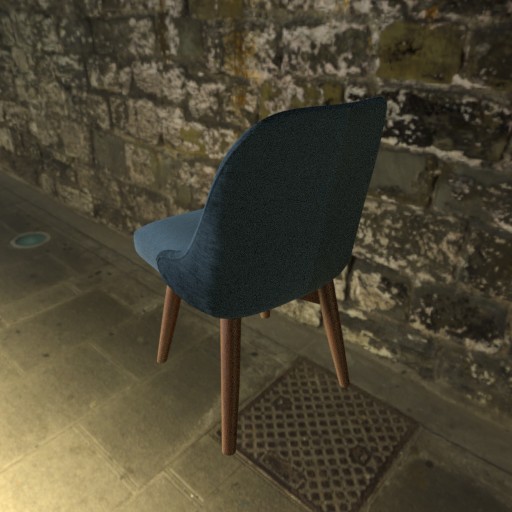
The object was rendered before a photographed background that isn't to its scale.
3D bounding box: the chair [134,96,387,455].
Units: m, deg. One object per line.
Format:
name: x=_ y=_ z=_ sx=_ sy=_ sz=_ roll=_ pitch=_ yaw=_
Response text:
chair: x=0.000 y=0.000 z=1.202 sx=0.503 sy=0.882 sz=0.589 roll=-19 pitch=34 yaw=-30
